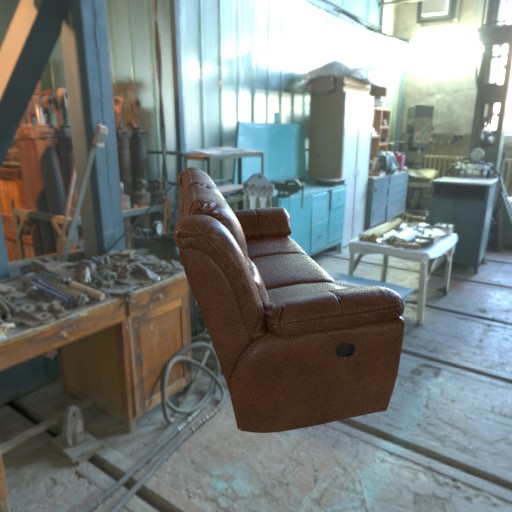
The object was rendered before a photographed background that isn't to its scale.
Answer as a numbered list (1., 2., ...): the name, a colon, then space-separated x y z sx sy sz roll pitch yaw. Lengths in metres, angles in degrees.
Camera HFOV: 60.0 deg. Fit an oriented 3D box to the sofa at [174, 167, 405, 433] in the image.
1. sofa: 0.000 0.000 2.889 0.991 1.043 2.337 -3 16 -9
